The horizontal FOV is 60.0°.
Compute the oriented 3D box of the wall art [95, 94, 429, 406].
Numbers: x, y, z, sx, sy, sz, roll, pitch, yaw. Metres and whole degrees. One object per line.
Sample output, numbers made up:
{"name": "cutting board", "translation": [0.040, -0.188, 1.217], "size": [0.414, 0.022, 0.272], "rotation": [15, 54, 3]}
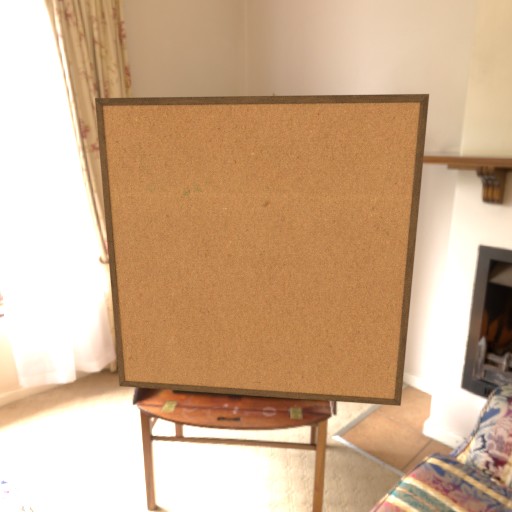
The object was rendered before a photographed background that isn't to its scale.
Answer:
{"name": "wall art", "translation": [0.000, 0.000, 0.751], "size": [0.508, 0.508, 0.038], "rotation": [2, 15, 7]}
